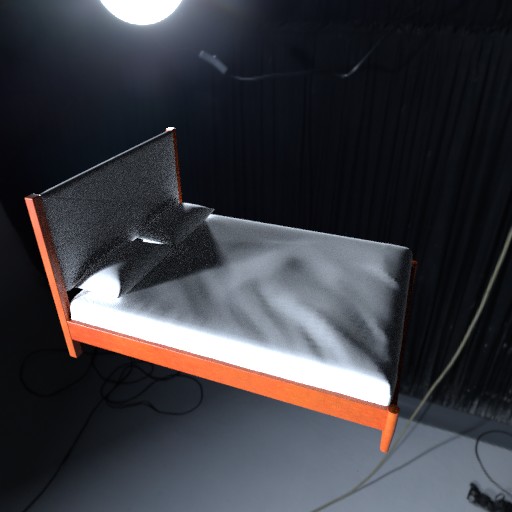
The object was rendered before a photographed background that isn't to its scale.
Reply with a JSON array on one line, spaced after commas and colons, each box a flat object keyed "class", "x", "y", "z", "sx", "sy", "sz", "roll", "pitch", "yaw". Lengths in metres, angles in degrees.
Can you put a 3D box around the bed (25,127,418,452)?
[{"class": "bed", "x": 0.000, "y": 0.000, "z": 3.019, "sx": 2.117, "sy": 1.165, "sz": 1.566, "roll": 11, "pitch": 33, "yaw": 18}]
